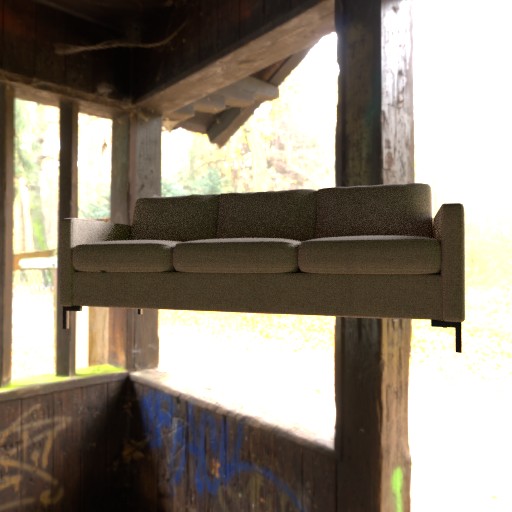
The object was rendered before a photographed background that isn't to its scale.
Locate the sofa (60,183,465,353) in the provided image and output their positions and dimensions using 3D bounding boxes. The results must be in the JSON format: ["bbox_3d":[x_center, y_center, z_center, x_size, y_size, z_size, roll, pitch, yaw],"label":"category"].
[{"bbox_3d":[0.000,0.000,2.678,2.218,0.874,0.859,0,-1,19],"label":"sofa"}]
